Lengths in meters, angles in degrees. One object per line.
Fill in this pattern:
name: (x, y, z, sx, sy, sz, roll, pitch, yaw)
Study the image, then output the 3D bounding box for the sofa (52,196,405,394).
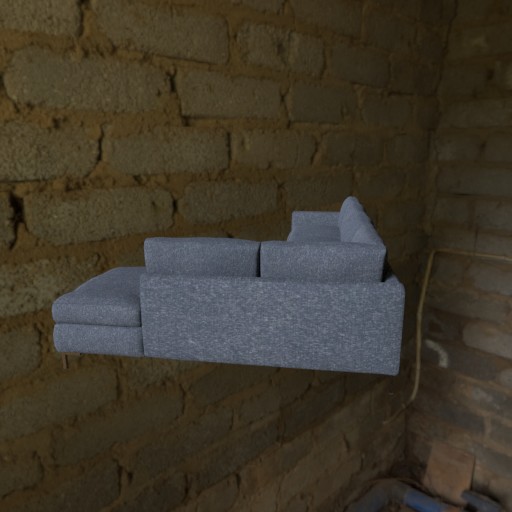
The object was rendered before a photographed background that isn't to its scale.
sofa: (0.000, 0.000, 3.841, 2.007, 0.815, 2.949, 2, 13, 9)
